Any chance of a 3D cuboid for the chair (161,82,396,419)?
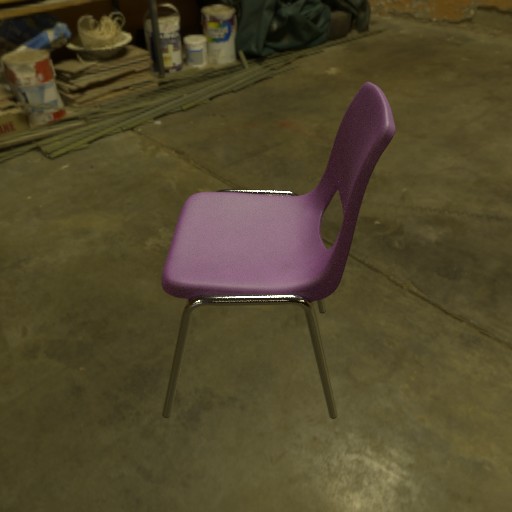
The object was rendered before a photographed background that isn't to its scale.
[{"bbox_3d":[0.000,0.000,0.963,0.432,0.704,0.381,1,40,2],"label":"chair"}]
